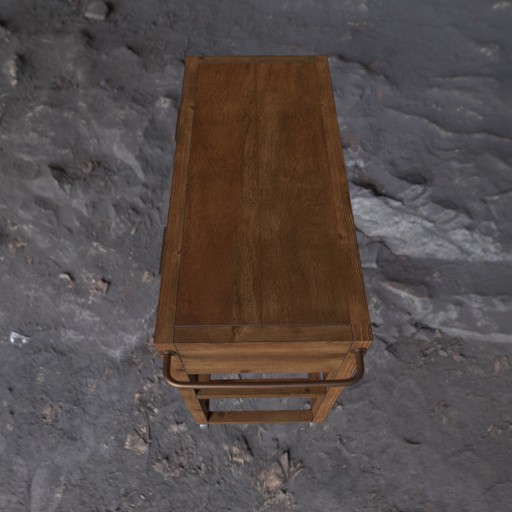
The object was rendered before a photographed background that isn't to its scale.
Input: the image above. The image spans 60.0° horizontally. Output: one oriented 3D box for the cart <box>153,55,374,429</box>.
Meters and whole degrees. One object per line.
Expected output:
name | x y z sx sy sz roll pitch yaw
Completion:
cart | 0.000 0.000 1.455 0.445 0.830 1.065 -1 58 0
